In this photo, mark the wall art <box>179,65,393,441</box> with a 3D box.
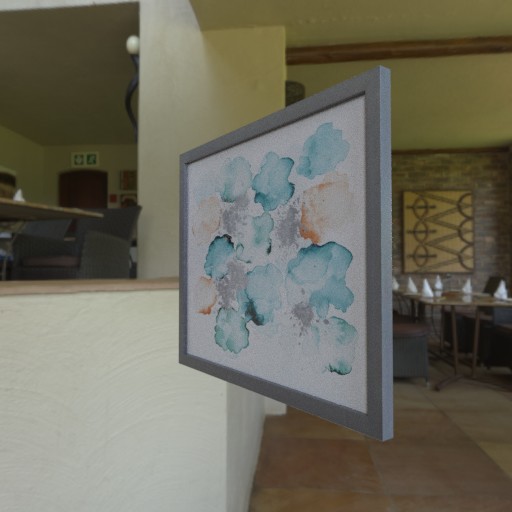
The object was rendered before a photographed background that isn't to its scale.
[{"bbox_3d":[0.000,0.000,0.929,0.026,0.558,0.660,1,-2,-36],"label":"wall art"}]
